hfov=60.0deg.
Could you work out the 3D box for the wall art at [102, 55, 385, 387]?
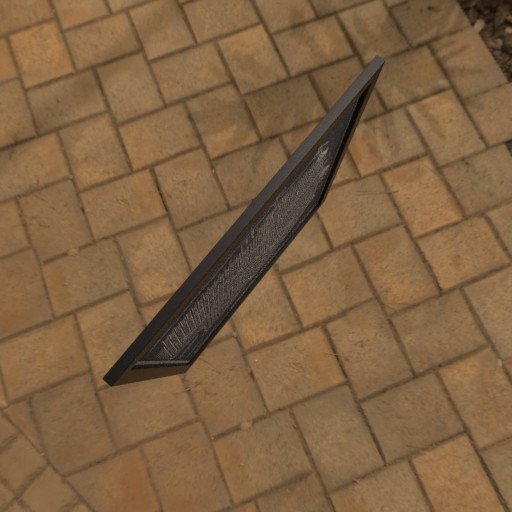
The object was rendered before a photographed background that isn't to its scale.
[{"bbox_3d":[0.000,0.000,0.687,0.012,0.458,0.457,38,80,8],"label":"wall art"}]
